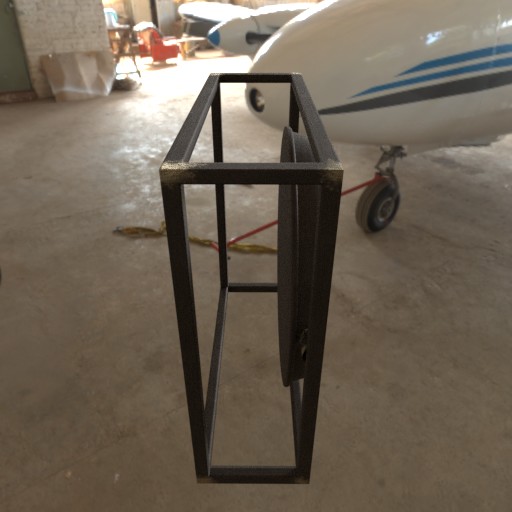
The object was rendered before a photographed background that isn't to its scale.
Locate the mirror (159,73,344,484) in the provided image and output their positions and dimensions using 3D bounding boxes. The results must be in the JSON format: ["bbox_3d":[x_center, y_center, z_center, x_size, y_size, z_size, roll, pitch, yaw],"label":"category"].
[{"bbox_3d":[0.000,0.000,0.457,0.107,0.303,0.306,0,32,0],"label":"mirror"}]
